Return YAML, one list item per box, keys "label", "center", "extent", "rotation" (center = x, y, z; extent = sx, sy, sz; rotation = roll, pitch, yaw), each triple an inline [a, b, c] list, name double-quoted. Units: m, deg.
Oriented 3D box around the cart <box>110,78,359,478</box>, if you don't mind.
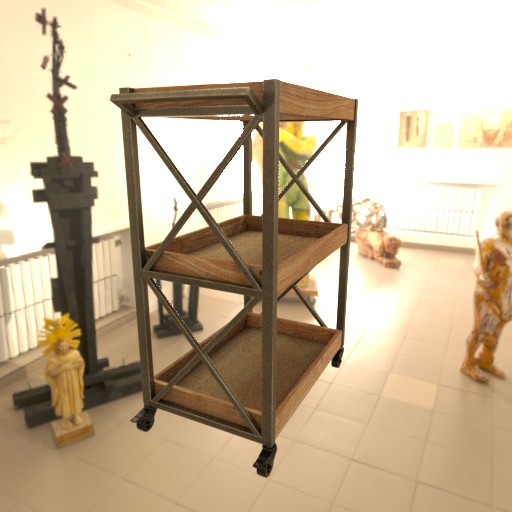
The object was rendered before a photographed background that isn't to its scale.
- label: "cart"
  center: [0.000, 0.000, 1.214]
  extent: [0.377, 0.835, 0.673]
  rotation: [8, 17, 26]
